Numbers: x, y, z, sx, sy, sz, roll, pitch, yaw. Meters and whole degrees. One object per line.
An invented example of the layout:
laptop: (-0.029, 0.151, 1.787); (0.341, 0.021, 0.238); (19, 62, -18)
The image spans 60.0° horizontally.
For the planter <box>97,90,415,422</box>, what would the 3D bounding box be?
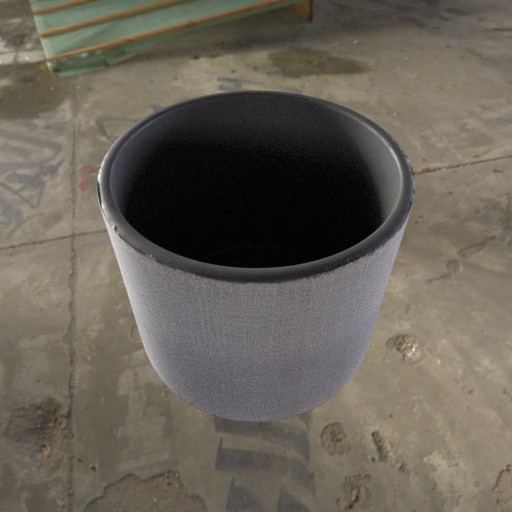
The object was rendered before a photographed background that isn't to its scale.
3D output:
planter: (0.000, 0.000, 0.435); (0.254, 0.221, 0.254); (0, 47, 0)
